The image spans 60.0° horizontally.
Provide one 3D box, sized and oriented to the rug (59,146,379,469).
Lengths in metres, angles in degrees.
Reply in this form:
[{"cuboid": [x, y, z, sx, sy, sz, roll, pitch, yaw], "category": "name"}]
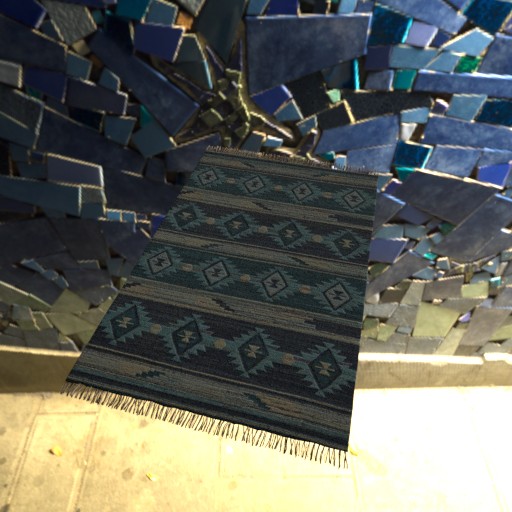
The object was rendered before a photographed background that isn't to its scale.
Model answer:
[{"cuboid": [0.000, 0.000, 2.350, 1.181, 0.028, 1.936, 11, 47, 10], "category": "rug"}]
